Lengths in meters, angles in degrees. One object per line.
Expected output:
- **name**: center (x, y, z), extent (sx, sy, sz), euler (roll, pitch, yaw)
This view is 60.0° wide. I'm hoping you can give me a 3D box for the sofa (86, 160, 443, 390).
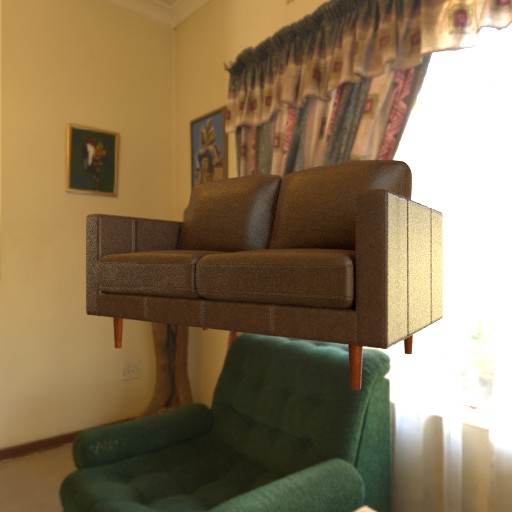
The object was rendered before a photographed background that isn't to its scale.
- **sofa**: center (0.000, 0.000, 2.208), extent (1.578, 0.951, 0.909), euler (0, 0, 34)
